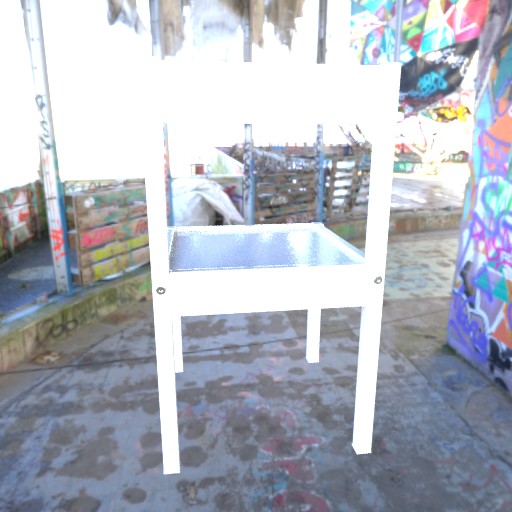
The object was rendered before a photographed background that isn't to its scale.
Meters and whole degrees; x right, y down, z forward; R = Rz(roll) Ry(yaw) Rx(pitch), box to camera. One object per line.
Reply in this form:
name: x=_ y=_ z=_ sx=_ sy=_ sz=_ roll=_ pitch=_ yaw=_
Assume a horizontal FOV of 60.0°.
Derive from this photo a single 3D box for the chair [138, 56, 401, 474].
chair: x=0.000 y=0.000 z=0.668 sx=0.285 sy=0.505 sz=0.285 roll=-2 pitch=15 yaw=-8
